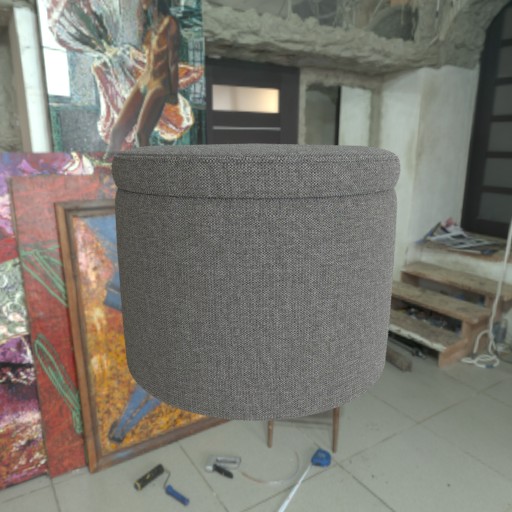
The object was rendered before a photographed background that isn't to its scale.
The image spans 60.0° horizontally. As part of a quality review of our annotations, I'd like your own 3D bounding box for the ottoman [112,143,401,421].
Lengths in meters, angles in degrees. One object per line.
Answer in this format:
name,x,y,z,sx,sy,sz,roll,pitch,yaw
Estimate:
ottoman,0.000,0.000,0.875,0.520,0.430,0.520,0,14,0
